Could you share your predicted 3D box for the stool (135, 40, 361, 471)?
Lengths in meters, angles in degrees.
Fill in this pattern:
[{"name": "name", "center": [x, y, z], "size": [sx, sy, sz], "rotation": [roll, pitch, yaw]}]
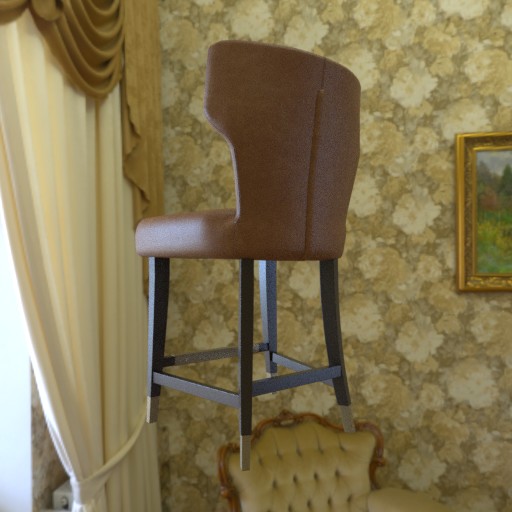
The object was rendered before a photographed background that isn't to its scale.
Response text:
[{"name": "stool", "center": [0.000, 0.000, 1.285], "size": [0.526, 0.982, 0.563], "rotation": [0, 0, -37]}]
